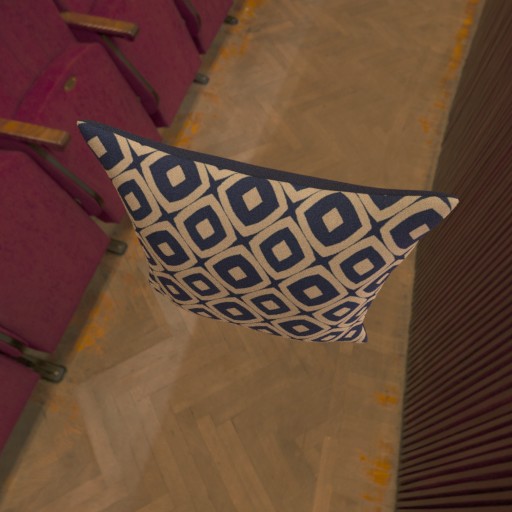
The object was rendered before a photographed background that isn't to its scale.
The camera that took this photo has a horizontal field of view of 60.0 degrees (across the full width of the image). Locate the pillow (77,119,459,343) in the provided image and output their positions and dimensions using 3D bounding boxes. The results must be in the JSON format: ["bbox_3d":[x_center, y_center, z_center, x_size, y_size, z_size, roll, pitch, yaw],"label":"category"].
[{"bbox_3d":[0.000,0.000,0.774,0.504,0.494,0.188,13,60,8],"label":"pillow"}]
